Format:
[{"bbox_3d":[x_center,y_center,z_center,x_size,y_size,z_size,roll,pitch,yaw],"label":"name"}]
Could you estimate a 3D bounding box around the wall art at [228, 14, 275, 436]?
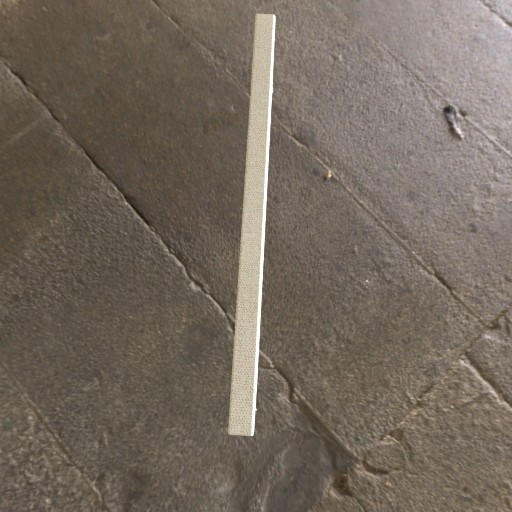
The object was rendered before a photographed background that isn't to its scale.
[{"bbox_3d":[0.000,0.000,1.120,0.042,0.760,0.760,3,75,1],"label":"wall art"}]
